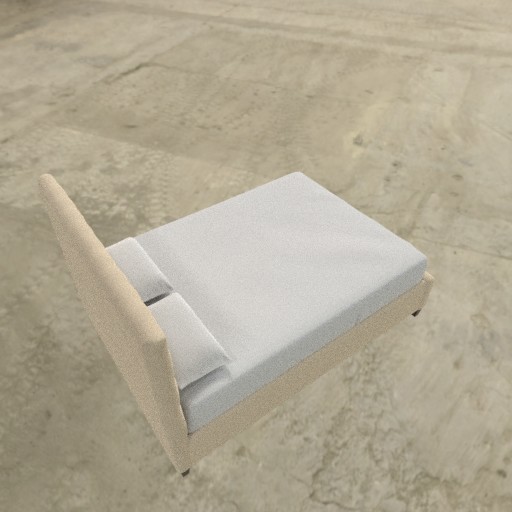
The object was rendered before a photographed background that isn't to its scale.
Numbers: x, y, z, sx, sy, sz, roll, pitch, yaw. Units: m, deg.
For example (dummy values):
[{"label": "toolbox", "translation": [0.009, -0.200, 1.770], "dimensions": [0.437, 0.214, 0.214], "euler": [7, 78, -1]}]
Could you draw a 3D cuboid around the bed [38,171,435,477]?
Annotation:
[{"label": "bed", "translation": [0.000, 0.000, 3.381], "dimensions": [2.387, 1.427, 1.698], "euler": [-26, 48, -26]}]
